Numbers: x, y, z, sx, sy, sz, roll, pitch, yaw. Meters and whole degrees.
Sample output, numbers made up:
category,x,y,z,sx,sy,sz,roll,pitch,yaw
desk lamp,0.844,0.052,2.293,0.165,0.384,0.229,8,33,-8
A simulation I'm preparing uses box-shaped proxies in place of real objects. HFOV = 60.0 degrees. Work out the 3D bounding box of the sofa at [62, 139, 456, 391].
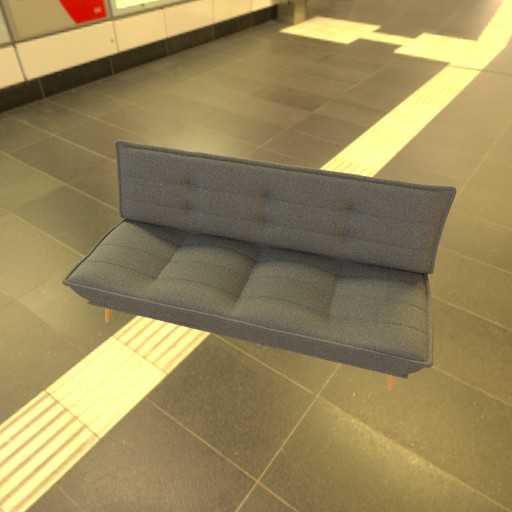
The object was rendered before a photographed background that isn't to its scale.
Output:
category,x,y,z,sx,sy,sz,roll,pitch,yaw
sofa,0.000,0.000,2.507,1.940,0.890,0.950,11,41,13
